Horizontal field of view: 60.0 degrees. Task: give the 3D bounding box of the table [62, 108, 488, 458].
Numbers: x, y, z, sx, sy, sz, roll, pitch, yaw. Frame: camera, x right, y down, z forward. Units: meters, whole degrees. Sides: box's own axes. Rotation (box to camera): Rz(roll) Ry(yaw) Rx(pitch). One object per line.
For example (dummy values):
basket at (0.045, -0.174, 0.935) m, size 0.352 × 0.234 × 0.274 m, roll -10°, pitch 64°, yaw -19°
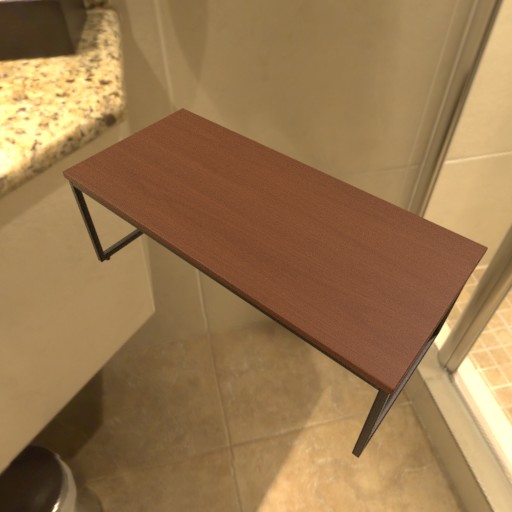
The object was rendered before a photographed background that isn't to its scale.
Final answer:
table at (0.000, 0.000, 1.366) m, size 1.100 × 0.400 × 0.500 m, roll 31°, pitch 54°, yaw 26°
